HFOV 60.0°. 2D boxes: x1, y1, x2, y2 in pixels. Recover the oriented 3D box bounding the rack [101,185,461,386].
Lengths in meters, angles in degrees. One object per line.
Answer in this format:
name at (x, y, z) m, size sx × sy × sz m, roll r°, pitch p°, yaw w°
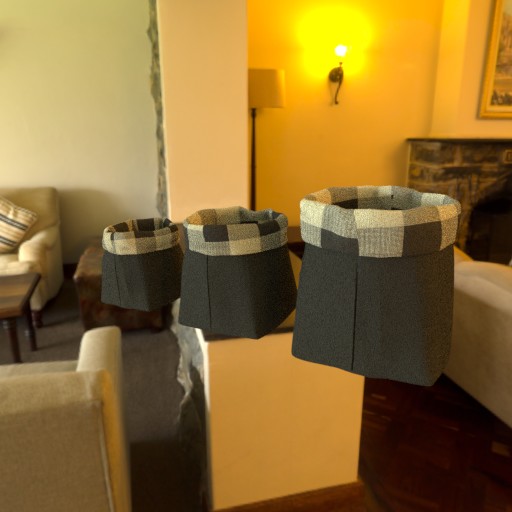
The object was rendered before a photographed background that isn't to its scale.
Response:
rack at (0.000, 0.000, 1.059) m, size 0.889 × 0.329 × 0.370 m, roll 8°, pitch 17°, yaw 25°
